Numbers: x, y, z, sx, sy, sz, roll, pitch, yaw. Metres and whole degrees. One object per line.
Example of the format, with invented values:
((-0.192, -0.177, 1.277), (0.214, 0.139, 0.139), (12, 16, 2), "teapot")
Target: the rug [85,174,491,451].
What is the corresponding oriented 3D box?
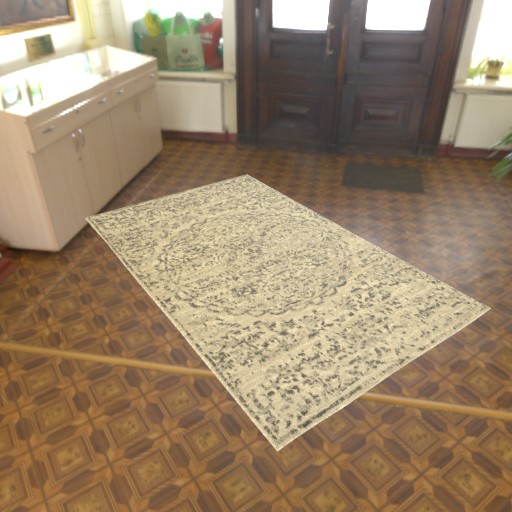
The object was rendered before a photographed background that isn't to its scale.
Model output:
((0.000, 0.000, 2.979), (1.527, 0.021, 2.447), (-21, 38, -29), "rug")
